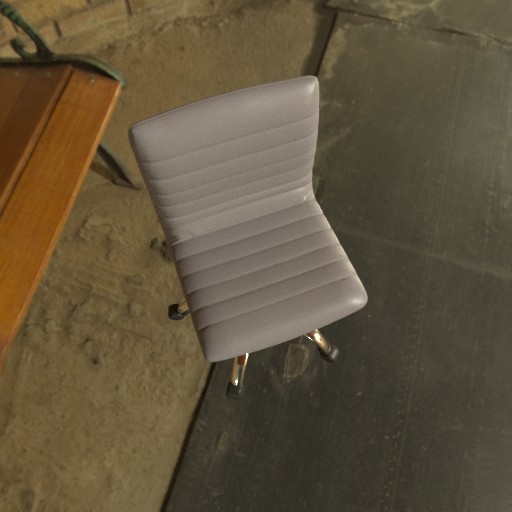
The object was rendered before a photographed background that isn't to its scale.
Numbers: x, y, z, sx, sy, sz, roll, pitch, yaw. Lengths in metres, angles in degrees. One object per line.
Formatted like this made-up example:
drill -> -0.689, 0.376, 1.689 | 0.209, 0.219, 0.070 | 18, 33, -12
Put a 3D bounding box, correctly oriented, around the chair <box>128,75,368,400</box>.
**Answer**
chair -> 0.000, 0.000, 1.140 | 0.569, 0.750, 0.542 | -18, 66, -9
